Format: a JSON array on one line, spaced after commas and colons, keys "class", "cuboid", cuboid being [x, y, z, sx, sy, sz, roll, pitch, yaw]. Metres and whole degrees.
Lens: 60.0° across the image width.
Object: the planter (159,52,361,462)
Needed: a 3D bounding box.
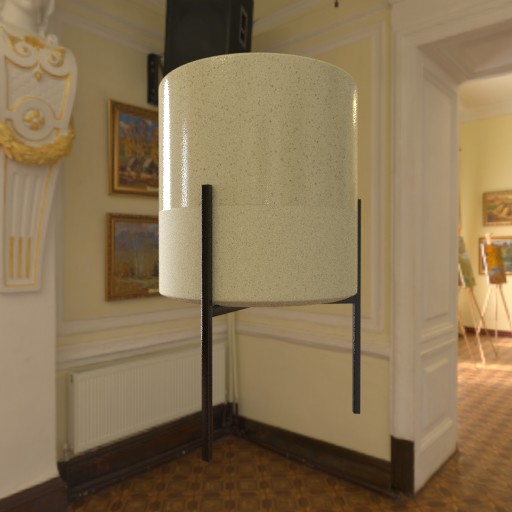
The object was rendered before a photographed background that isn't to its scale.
[{"class": "planter", "cuboid": [0.000, 0.000, 0.540, 0.234, 0.390, 0.243, -1, 1, -35]}]
